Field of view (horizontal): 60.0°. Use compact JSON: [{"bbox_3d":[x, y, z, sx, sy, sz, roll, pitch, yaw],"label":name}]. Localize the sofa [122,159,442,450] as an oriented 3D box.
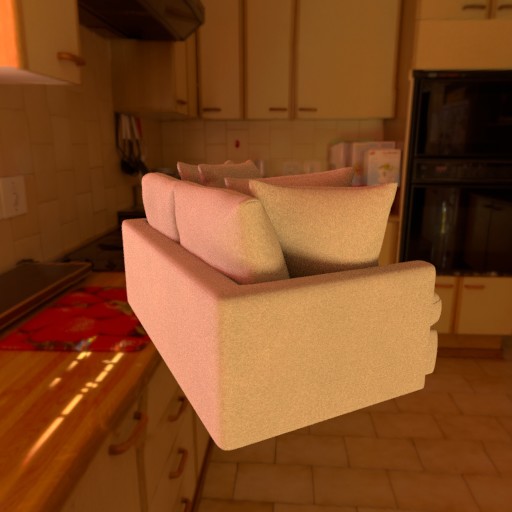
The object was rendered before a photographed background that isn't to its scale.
[{"bbox_3d":[0.000,0.000,2.619,1.228,1.080,1.869,-7,16,-25],"label":"sofa"}]
